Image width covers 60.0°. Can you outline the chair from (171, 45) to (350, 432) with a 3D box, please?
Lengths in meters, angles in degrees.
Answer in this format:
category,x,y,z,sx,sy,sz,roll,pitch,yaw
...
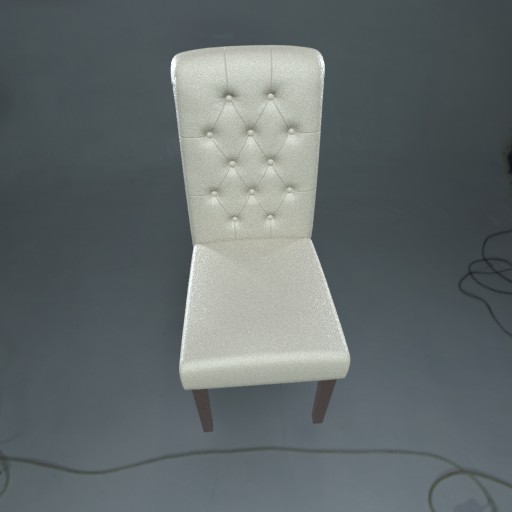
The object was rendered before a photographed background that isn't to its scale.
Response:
category,x,y,z,sx,sy,sz,roll,pitch,yaw
chair,0.000,0.000,1.341,0.456,1.006,0.671,-3,47,-3
